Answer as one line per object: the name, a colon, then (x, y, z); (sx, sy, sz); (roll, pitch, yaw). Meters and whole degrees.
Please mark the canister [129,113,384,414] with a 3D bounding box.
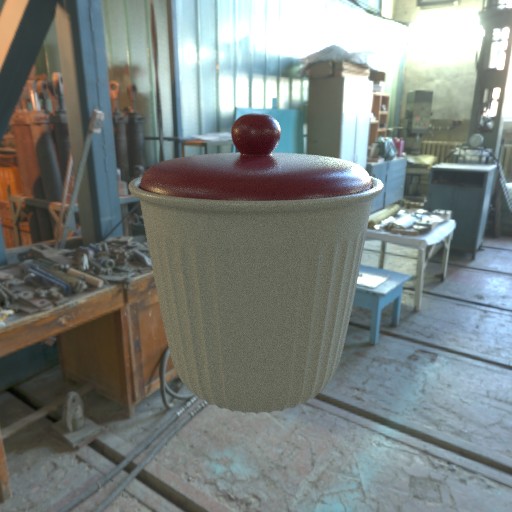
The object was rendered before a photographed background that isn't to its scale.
canister: (0.000, 0.000, 0.343); (0.181, 0.211, 0.181); (0, 18, 0)
